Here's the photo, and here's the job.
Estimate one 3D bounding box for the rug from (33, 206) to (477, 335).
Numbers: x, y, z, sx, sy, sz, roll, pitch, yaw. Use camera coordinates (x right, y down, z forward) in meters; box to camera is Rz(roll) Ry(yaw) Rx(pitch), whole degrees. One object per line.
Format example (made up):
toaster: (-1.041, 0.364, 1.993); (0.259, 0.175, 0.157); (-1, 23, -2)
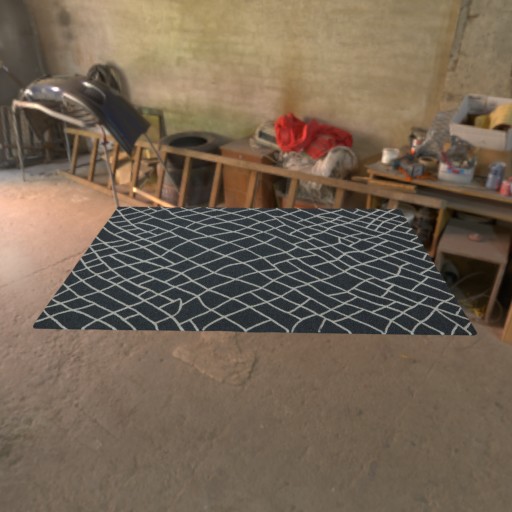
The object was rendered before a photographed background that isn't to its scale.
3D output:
rug: (0.000, 0.000, 2.339); (1.830, 0.013, 1.223); (1, 30, 1)
